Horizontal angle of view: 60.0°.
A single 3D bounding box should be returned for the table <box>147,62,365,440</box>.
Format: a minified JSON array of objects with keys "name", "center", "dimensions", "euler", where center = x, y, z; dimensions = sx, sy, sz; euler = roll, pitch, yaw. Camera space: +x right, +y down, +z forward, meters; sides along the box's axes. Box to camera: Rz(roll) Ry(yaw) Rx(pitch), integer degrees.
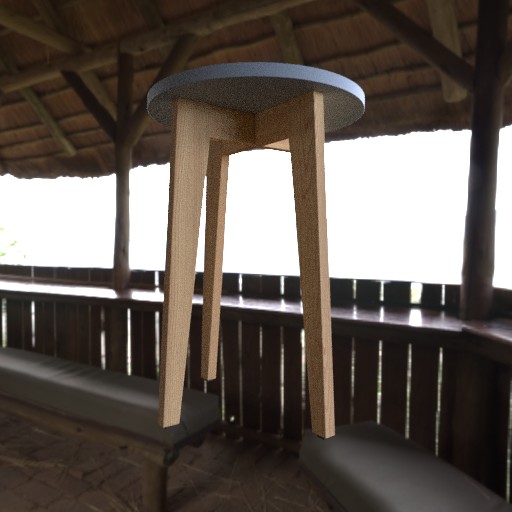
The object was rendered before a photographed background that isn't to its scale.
[{"name":"table","center":[0.000,0.000,0.742],"dimensions":[0.350,0.500,0.350],"euler":[0,2,0]}]
